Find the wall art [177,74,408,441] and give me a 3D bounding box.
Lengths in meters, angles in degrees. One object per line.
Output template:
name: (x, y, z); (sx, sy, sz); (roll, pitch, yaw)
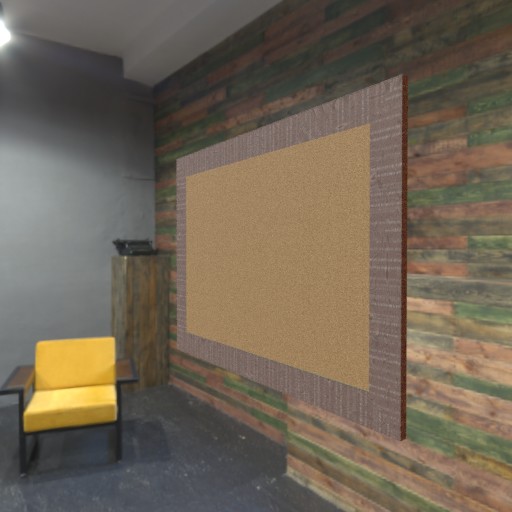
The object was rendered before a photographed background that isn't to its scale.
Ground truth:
wall art: (0.000, 0.000, 1.350); (0.020, 0.761, 1.056); (-1, 1, -36)
